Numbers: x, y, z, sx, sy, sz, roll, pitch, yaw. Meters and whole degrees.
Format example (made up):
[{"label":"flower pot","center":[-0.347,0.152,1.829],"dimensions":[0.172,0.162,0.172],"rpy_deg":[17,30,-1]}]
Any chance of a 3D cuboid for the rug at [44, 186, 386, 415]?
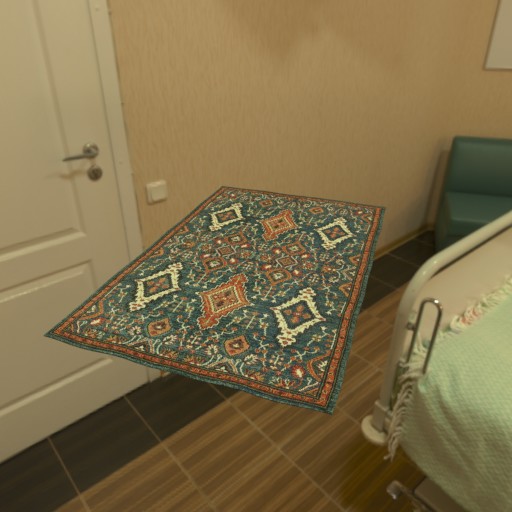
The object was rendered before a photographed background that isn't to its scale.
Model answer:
[{"label":"rug","center":[0.000,0.000,4.341],"dimensions":[2.190,0.008,3.371],"rpy_deg":[10,31,17]}]
